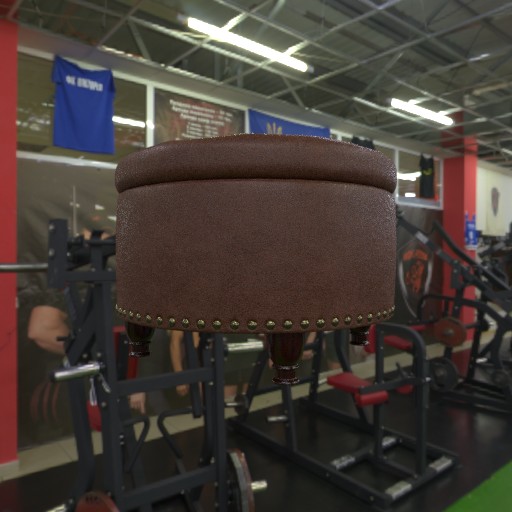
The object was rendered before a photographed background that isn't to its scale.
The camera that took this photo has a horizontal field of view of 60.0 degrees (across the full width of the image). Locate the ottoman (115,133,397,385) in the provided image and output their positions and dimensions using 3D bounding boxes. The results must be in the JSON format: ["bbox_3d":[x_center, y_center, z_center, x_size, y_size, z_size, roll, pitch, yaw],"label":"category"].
[{"bbox_3d":[0.000,0.000,1.051,0.637,0.442,0.637,0,1,0],"label":"ottoman"}]
